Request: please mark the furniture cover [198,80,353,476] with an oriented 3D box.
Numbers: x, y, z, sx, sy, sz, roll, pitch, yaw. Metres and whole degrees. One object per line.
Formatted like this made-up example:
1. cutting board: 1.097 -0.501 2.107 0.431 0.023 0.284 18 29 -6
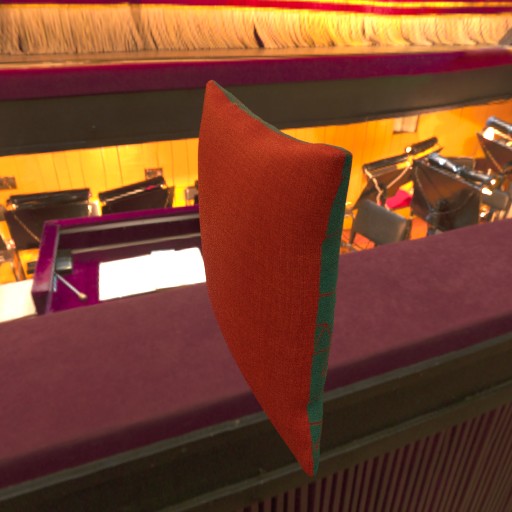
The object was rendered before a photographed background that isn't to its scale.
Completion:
1. furniture cover: 0.000 0.000 0.766 0.158 0.508 0.517 -10 31 -17
